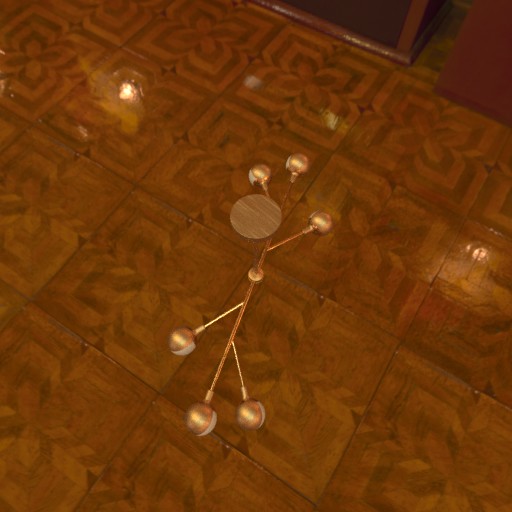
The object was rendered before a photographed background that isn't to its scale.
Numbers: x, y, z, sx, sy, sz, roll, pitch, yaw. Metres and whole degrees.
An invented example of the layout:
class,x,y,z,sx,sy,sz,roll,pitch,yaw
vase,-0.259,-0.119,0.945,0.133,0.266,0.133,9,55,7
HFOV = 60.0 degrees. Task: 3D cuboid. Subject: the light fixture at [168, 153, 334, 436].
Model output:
class,x,y,z,sx,sy,sz,roll,pitch,yaw
light fixture,0.000,0.000,1.035,0.434,0.362,0.778,33,68,15
